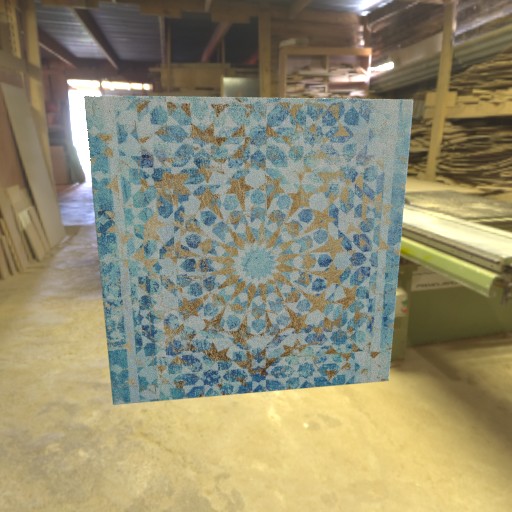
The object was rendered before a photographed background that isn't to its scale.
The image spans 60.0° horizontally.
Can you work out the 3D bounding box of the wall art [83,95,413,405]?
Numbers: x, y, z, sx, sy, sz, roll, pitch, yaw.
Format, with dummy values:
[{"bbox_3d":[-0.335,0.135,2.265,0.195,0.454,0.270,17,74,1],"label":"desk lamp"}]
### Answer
[{"bbox_3d":[0.000,0.000,0.907,0.609,0.609,0.040,-2,15,-8],"label":"wall art"}]
